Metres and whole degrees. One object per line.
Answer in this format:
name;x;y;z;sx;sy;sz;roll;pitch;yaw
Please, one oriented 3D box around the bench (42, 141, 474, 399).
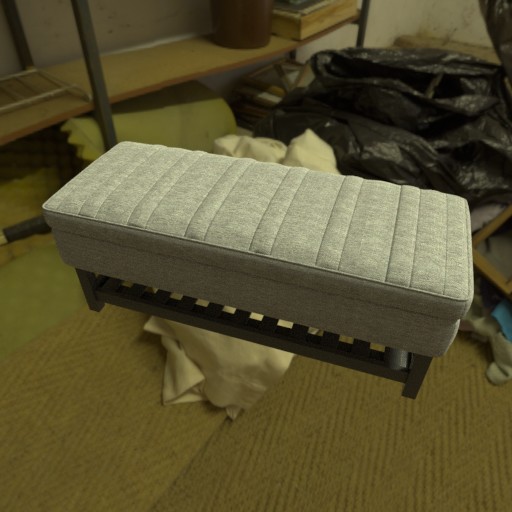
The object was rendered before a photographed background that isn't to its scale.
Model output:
bench;0.000;0.000;1.315;1.100;0.470;0.429;12;42;14
